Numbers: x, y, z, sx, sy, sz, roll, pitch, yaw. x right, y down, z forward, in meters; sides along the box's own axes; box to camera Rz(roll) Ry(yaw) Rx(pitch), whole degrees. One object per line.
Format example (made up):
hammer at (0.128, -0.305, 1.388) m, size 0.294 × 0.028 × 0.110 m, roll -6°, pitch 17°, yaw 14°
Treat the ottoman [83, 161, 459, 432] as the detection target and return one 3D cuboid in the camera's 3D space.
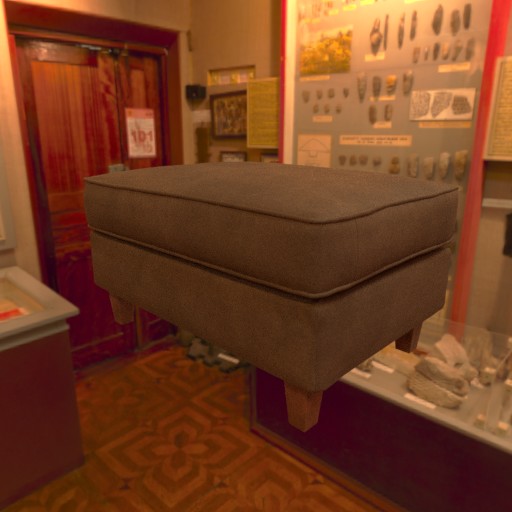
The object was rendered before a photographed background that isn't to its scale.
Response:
ottoman at (0.000, 0.000, 1.209) m, size 0.860 × 0.481 × 0.596 m, roll 15°, pitch 22°, yaw 42°
